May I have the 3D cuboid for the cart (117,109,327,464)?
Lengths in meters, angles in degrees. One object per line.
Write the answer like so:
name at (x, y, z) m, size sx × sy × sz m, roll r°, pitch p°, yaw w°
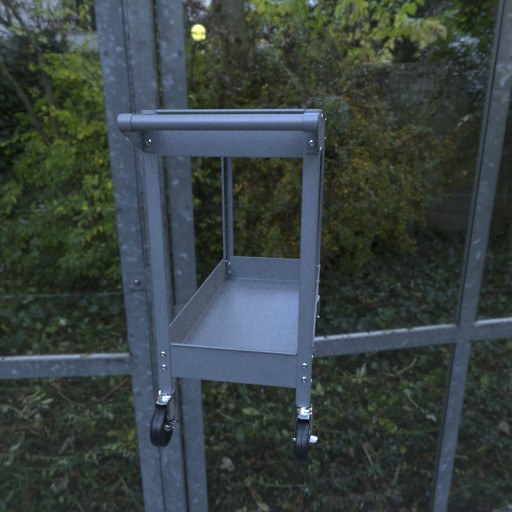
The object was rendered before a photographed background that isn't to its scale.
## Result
cart at (0.000, 0.000, 1.173) m, size 0.366 × 0.719 × 0.779 m, roll 3°, pitch 17°, yaw 9°
